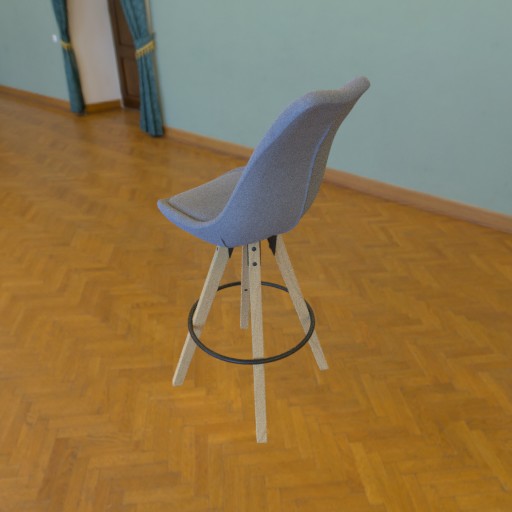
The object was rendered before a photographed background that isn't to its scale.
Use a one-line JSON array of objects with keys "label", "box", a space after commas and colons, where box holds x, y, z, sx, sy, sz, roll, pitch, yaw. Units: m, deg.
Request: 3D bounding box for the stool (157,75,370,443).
[{"label": "stool", "box": [0.000, 0.000, 1.435, 0.550, 1.115, 0.485, 22, 38, 31]}]
